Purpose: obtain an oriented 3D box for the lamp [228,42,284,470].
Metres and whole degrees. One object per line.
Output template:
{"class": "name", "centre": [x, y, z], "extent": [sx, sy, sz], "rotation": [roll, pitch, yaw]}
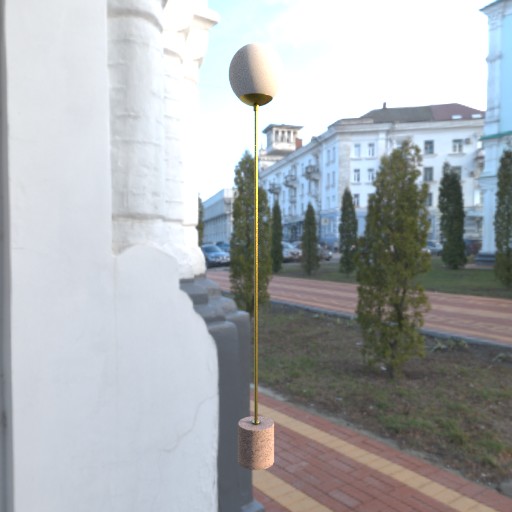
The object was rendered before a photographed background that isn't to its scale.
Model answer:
{"class": "lamp", "centre": [0.000, 0.000, 1.861], "extent": [0.229, 1.748, 0.229], "rotation": [-1, 2, -20]}
